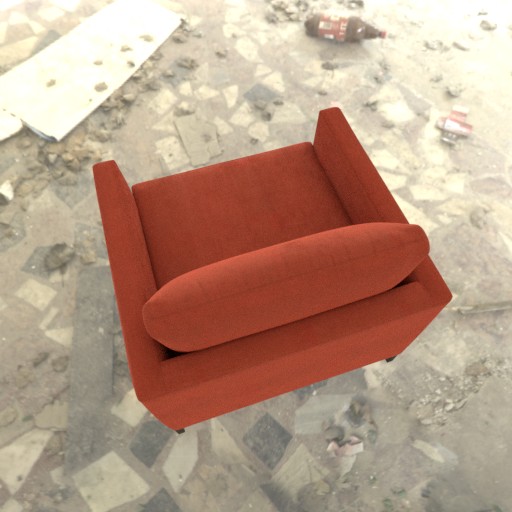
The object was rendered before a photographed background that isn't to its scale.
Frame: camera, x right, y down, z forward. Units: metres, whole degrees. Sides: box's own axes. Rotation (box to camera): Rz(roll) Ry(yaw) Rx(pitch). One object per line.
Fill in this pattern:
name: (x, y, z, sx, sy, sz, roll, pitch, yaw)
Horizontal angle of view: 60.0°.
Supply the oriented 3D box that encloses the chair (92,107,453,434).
chair: (0.000, 0.000, 1.601, 0.964, 0.812, 0.875, -16, 61, -9)
